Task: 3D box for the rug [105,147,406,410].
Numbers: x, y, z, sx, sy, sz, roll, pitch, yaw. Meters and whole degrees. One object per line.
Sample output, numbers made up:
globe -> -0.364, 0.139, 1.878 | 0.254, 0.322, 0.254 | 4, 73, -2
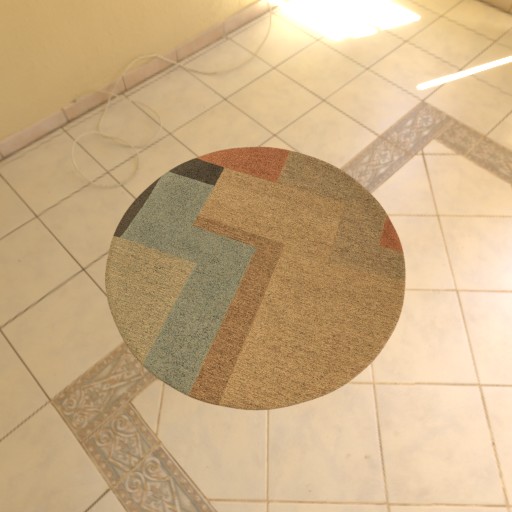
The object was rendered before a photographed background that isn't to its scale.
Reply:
rug -> 0.000, 0.000, 3.672 | 2.461, 0.033, 2.461 | 0, 59, 0
